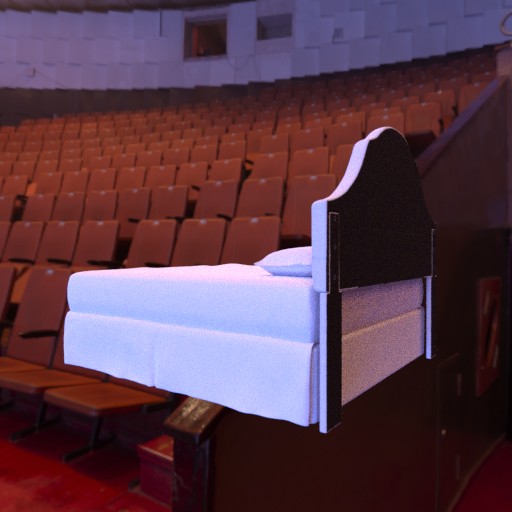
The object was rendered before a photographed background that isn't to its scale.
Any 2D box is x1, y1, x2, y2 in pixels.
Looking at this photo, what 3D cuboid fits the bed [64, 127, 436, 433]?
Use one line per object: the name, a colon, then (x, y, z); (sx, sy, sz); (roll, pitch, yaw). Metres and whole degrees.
bed: (0.000, 0.000, 3.465); (2.214, 1.615, 2.008); (0, 0, 36)
